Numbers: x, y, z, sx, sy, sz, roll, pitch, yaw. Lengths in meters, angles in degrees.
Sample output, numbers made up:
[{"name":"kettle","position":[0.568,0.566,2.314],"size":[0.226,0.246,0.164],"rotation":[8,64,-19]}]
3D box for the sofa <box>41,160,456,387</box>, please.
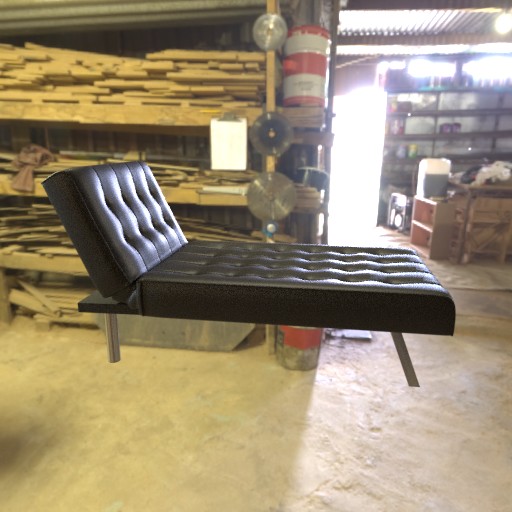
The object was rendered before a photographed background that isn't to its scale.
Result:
[{"name":"sofa","position":[0.000,0.000,2.017],"size":[1.560,0.820,0.760],"rotation":[2,15,9]}]
